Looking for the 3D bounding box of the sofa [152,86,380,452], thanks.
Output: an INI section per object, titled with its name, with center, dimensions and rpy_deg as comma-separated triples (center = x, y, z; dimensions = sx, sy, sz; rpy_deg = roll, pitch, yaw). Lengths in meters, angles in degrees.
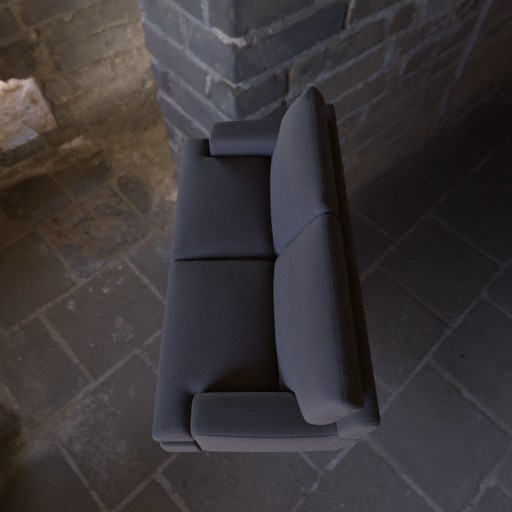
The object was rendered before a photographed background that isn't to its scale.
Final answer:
[sofa]
center = 0.000, 0.000, 2.843
dimensions = 1.140, 0.950, 2.271
rpy_deg = 0, 59, 0
